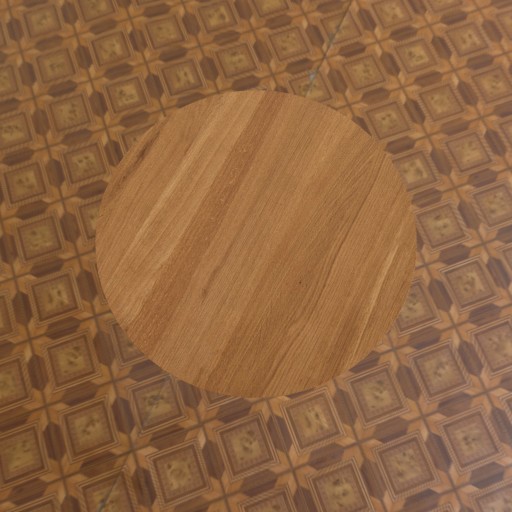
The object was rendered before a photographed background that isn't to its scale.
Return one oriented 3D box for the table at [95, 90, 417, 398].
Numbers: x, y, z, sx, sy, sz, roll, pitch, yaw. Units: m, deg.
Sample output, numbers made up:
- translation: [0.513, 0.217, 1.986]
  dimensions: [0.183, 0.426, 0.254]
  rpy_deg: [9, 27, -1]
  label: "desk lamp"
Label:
- translation: [0.000, 0.000, 1.757]
  dimensions: [1.038, 0.666, 1.038]
  rpy_deg: [0, 75, 0]
  label: "table"
